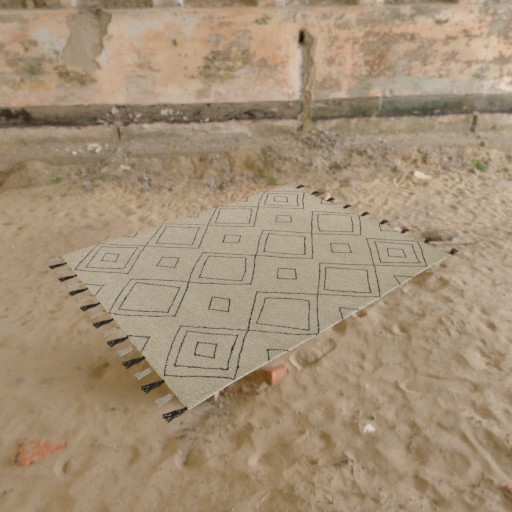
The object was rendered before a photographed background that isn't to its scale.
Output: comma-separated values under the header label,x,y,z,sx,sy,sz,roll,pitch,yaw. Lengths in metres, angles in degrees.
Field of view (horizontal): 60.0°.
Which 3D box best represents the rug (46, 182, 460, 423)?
label,x,y,z,sx,sy,sz,roll,pitch,yaw
rug,0.000,0.000,4.242,3.221,0.026,2.342,-22,37,-33
